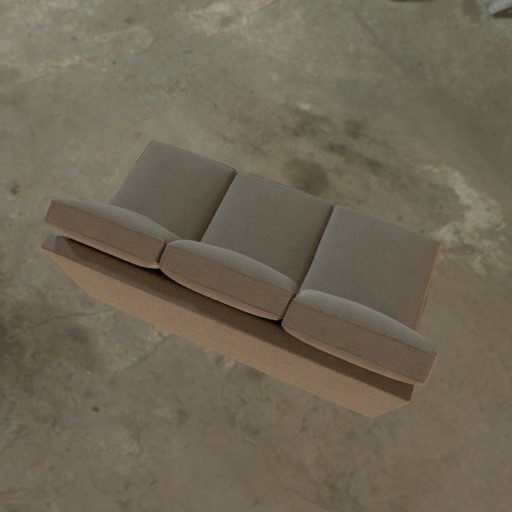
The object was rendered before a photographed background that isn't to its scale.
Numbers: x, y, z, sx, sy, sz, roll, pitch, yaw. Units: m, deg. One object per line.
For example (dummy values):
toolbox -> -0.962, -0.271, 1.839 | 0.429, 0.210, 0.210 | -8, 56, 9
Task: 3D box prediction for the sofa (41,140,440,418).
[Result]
sofa -> 0.000, 0.000, 2.737 | 2.092, 1.036, 1.127 | 21, 66, 10
